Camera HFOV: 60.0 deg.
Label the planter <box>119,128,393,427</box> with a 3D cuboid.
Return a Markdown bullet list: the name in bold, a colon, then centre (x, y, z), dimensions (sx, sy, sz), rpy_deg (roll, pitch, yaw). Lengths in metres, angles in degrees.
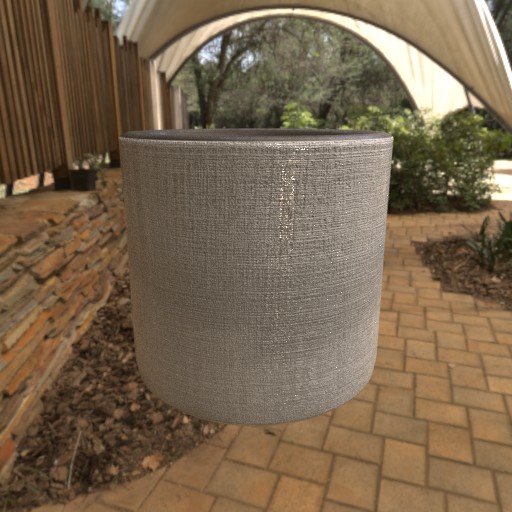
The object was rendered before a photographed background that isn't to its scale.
- **planter**: centre (0.000, 0.000, 0.287), dimensions (0.160, 0.156, 0.160), rpy_deg (0, 17, 0)
